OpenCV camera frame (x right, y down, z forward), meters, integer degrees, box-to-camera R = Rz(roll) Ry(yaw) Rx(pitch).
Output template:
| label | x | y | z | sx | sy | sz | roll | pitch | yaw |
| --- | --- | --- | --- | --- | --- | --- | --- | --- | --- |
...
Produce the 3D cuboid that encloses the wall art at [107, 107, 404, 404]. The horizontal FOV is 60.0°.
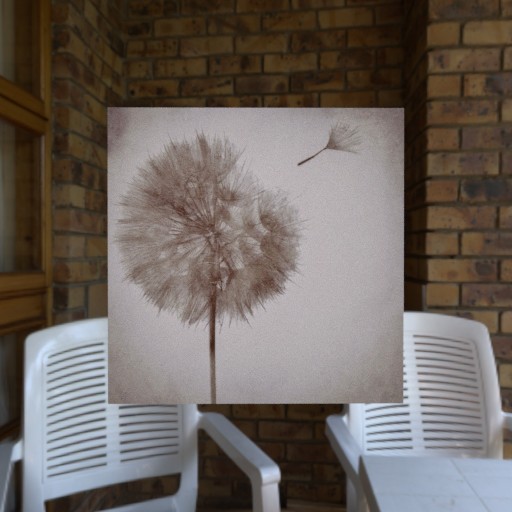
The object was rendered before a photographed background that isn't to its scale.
| label | x | y | z | sx | sy | sz | roll | pitch | yaw |
| --- | --- | --- | --- | --- | --- | --- | --- | --- | --- |
| wall art | 0.000 | 0.000 | 1.154 | 0.762 | 0.762 | 0.027 | 0 | 0 | 0 |
